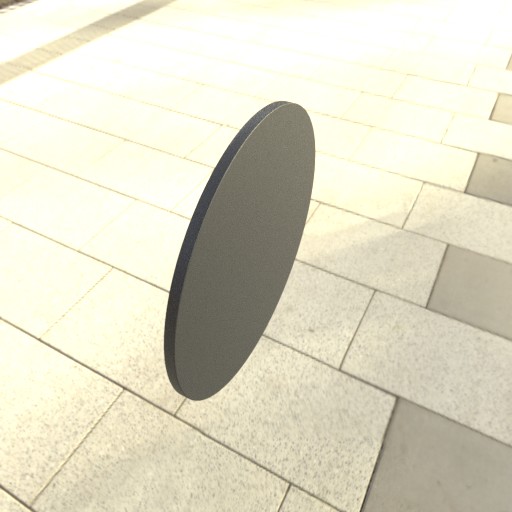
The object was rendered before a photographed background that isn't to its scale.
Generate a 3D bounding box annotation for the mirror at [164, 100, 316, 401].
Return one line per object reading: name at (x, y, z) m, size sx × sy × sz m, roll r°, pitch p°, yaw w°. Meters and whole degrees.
mirror at (0.000, 0.000, 1.606) m, size 0.036 × 1.077 × 1.077 m, roll 20°, pitch 49°, yaw 18°
